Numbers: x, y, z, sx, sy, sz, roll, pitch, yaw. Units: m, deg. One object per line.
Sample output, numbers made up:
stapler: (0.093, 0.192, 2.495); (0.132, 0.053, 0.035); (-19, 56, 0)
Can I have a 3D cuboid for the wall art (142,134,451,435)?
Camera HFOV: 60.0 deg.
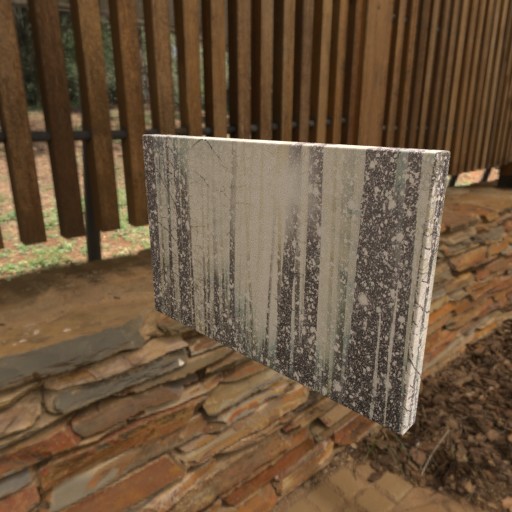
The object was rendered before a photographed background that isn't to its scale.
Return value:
wall art: (0.000, 0.000, 0.791); (0.618, 0.398, 0.042); (17, 24, 41)
